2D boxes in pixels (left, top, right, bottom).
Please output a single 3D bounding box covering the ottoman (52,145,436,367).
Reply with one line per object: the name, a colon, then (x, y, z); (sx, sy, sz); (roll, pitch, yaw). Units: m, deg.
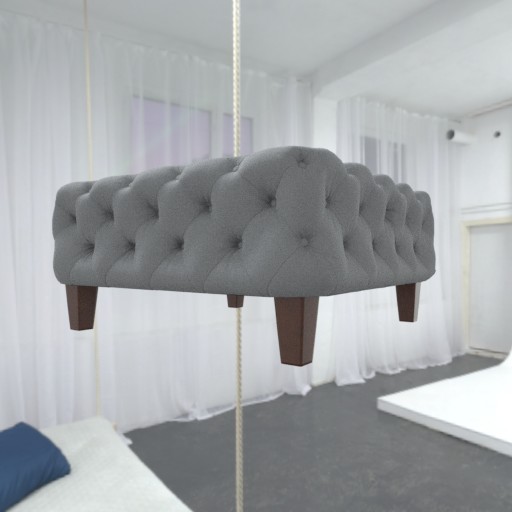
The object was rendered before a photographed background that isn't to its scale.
ottoman: (0.000, 0.000, 1.173); (0.758, 0.365, 0.764); (0, 0, 36)
